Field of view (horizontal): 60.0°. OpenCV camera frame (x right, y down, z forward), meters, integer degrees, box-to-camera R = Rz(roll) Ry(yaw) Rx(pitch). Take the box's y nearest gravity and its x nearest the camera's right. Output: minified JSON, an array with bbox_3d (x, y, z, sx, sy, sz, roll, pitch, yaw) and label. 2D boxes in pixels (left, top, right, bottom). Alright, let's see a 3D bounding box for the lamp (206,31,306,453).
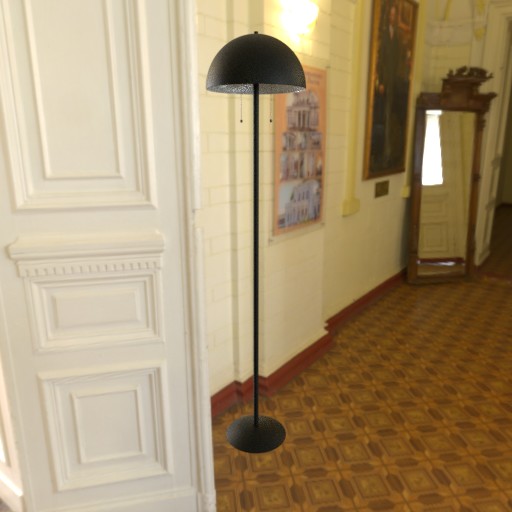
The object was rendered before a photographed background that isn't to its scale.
[{"bbox_3d":[0.000,0.000,1.602,0.328,1.480,0.328,-2,15,-8],"label":"lamp"}]
